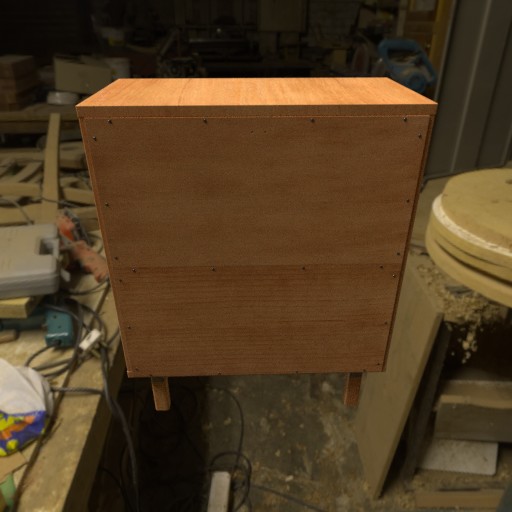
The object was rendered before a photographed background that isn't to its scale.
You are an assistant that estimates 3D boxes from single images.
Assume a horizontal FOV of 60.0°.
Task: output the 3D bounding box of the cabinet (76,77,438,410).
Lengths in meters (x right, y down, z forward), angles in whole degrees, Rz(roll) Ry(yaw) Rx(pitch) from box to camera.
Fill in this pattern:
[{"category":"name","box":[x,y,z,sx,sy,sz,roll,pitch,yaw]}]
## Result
[{"category":"cabinet","box":[0.000,0.000,1.402,0.800,1.001,0.419,-1,30,-2]}]
